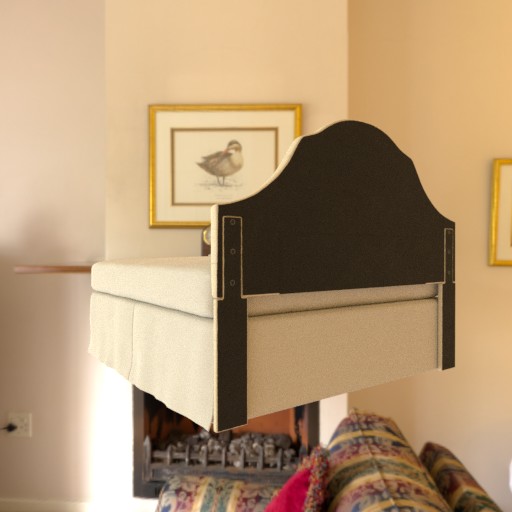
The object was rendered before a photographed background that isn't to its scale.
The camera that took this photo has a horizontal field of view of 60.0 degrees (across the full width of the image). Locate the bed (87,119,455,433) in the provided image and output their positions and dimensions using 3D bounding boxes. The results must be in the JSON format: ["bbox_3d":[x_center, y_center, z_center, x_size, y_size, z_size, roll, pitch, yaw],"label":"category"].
[{"bbox_3d":[0.000,0.000,3.369,2.012,1.555,2.086,0,1,-36],"label":"bed"}]
